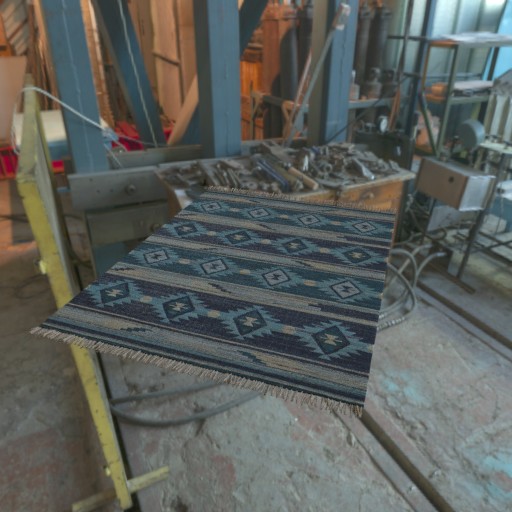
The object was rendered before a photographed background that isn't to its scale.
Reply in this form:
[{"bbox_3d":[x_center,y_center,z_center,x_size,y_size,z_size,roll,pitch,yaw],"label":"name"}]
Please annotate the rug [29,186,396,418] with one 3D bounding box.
[{"bbox_3d":[0.000,0.000,4.253,2.418,0.047,3.307,9,30,17],"label":"rug"}]
